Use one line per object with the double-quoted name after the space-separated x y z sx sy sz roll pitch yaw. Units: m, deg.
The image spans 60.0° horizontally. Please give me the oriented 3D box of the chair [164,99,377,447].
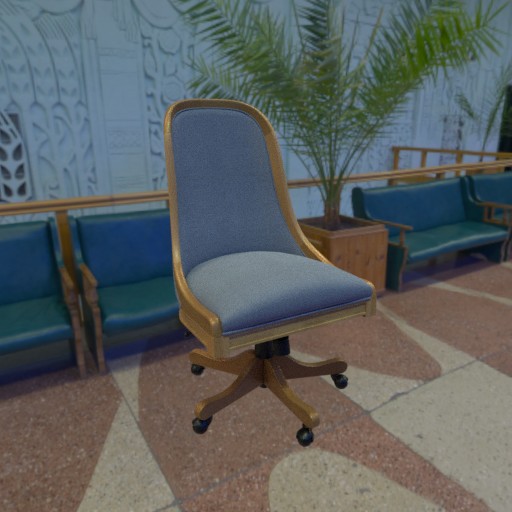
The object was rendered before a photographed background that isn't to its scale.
0.000 0.000 1.505 0.605 1.031 0.735 -9 20 -28 "chair"
